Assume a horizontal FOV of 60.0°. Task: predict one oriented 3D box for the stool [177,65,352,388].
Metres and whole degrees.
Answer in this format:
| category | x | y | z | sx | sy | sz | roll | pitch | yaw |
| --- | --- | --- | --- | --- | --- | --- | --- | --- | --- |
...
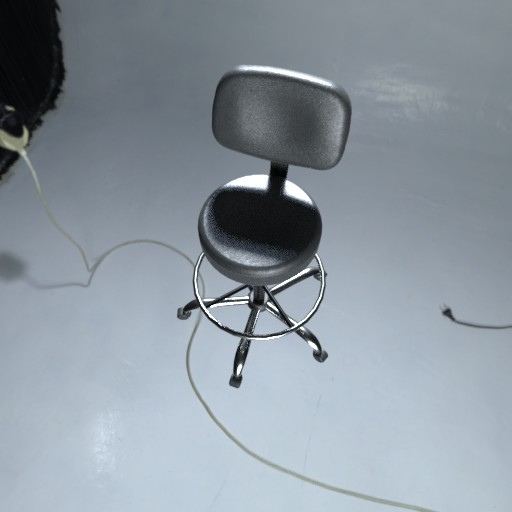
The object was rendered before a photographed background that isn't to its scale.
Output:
| category | x | y | z | sx | sy | sz | roll | pitch | yaw |
| --- | --- | --- | --- | --- | --- | --- | --- | --- | --- |
| stool | 0.000 | 0.000 | 1.549 | 0.694 | 1.069 | 0.658 | 14 | 59 | 9 |
